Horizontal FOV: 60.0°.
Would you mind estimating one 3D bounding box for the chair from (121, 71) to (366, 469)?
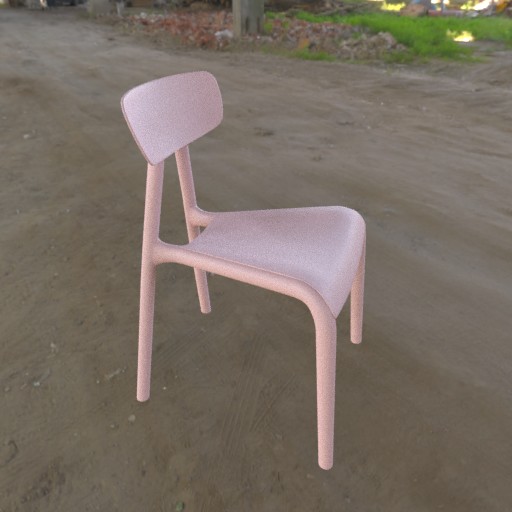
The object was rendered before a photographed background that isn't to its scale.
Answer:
[{"bbox_3d":[0.000,0.000,0.807,0.401,0.580,0.356,11,33,17],"label":"chair"}]
